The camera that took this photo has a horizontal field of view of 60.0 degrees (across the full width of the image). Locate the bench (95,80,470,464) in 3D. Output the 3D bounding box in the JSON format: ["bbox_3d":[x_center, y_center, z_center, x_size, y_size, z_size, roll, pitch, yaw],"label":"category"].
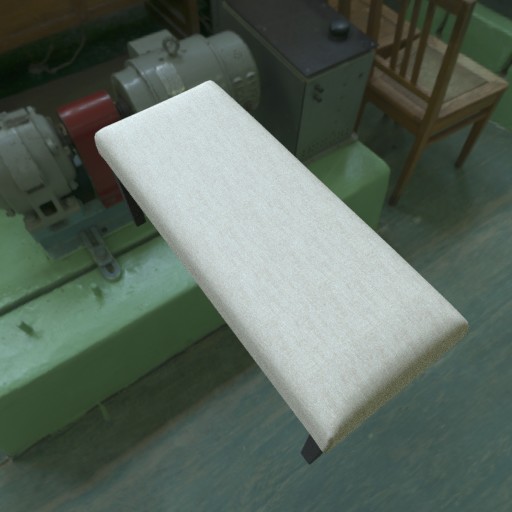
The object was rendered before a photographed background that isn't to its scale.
[{"bbox_3d":[0.000,0.000,1.241,0.407,0.456,1.013,-32,63,-18],"label":"bench"}]
